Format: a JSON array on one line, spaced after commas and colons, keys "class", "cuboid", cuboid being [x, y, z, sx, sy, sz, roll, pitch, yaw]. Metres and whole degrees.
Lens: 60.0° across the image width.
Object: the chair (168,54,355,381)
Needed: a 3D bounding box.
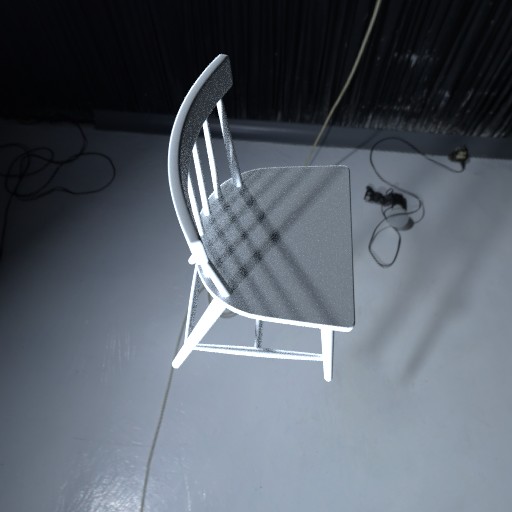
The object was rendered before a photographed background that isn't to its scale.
[{"class": "chair", "cuboid": [0.000, 0.000, 1.260, 0.572, 0.952, 0.483, 4, 62, 2]}]
